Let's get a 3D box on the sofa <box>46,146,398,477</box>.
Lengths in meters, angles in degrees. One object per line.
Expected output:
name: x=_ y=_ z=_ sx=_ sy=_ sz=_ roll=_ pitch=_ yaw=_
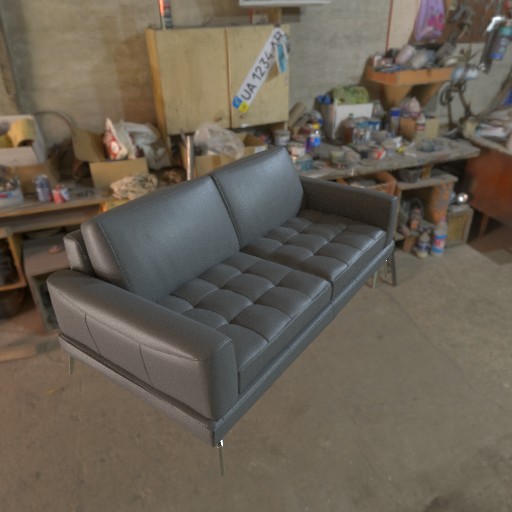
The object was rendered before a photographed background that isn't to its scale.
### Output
sofa: x=0.000 y=0.000 z=2.750 sx=1.121 sy=0.930 sz=2.177 roll=18 pitch=33 yaw=30
